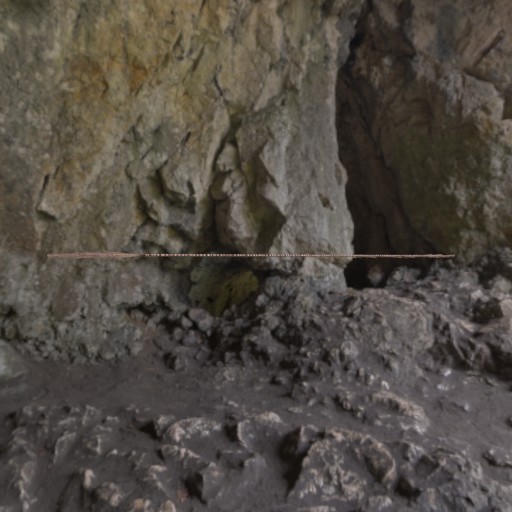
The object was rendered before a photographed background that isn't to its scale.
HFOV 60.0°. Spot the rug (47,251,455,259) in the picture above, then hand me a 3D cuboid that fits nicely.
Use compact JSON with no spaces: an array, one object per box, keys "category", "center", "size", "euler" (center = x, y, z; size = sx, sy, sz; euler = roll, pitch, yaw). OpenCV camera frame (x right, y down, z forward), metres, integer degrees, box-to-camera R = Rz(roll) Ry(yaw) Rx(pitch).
[{"category":"rug","center":[0.000,0.000,2.569],"size":[2.085,0.027,1.224],"euler":[0,0,-35]}]
